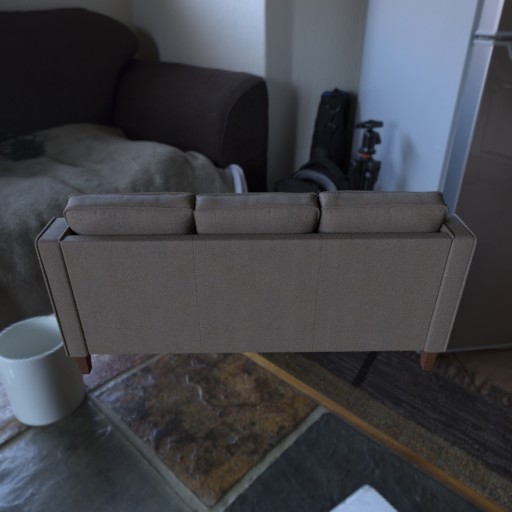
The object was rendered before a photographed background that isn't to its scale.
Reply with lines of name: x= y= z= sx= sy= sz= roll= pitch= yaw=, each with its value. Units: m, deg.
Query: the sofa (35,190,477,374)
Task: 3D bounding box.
sofa: x=0.000 y=0.000 z=2.532 sx=1.986 sy=0.974 sz=0.911 roll=-1 pitch=30 yaw=-1
